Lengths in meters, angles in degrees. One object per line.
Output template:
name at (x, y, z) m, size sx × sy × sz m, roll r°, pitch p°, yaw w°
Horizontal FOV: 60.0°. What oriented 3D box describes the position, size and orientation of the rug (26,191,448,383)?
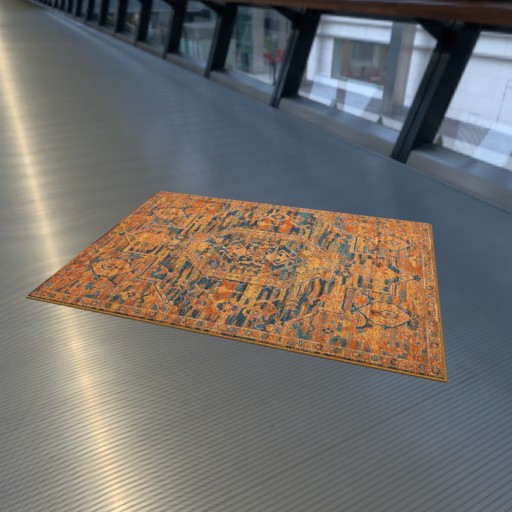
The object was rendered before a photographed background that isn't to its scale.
rug at (0.000, 0.000, 2.845) m, size 2.204 × 0.024 × 1.588 m, roll 9°, pitch 32°, yaw 14°
